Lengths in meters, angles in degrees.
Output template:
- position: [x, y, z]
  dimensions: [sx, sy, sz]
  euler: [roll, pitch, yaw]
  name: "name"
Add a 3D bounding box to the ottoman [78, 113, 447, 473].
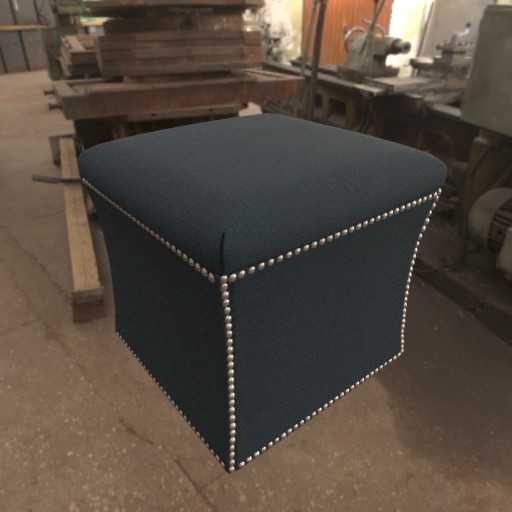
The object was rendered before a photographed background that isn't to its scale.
- position: [0.000, 0.000, 0.899]
  dimensions: [0.507, 0.475, 0.497]
  euler: [-21, 36, -33]
  name: "ottoman"
